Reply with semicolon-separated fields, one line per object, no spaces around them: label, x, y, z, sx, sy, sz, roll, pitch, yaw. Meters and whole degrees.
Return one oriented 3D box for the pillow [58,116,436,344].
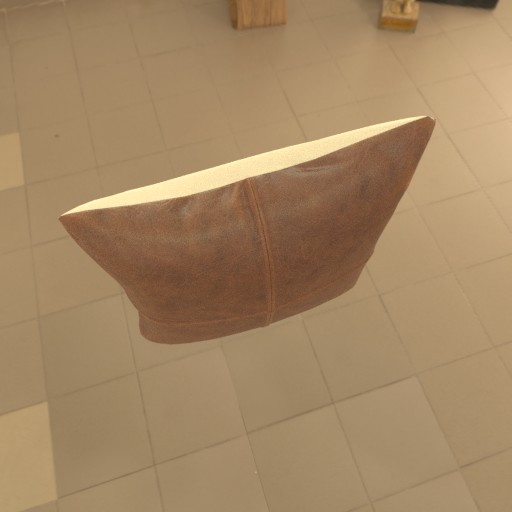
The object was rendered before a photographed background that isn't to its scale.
pillow;0.000;0.000;0.725;0.484;0.470;0.192;-16;65;-8
